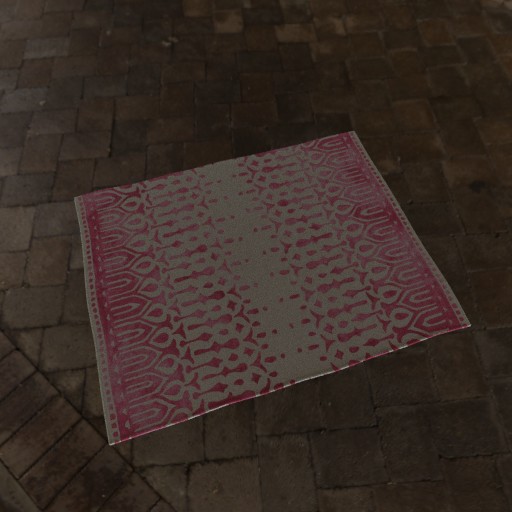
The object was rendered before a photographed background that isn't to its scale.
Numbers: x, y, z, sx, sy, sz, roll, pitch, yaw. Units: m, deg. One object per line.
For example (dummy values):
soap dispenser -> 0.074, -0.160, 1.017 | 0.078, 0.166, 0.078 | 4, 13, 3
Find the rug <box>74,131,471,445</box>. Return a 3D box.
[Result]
rug -> 0.000, 0.000, 4.110 | 3.095, 0.016, 2.441 | -15, 61, -9
